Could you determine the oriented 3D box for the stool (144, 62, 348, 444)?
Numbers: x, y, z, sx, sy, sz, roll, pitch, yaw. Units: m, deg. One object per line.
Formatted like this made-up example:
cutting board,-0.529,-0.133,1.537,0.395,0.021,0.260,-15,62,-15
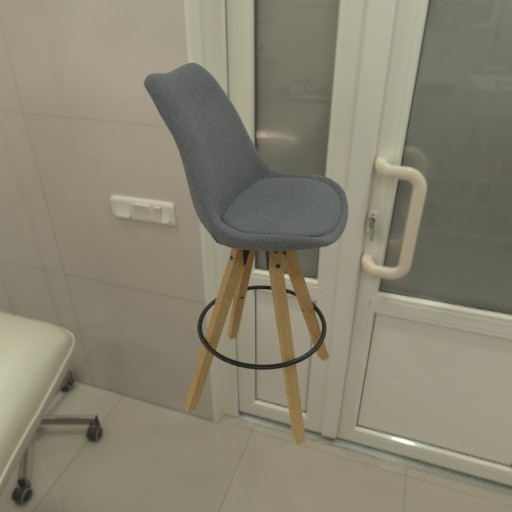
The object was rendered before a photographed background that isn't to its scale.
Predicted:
stool,0.000,0.000,1.443,0.550,1.115,0.485,10,32,16
